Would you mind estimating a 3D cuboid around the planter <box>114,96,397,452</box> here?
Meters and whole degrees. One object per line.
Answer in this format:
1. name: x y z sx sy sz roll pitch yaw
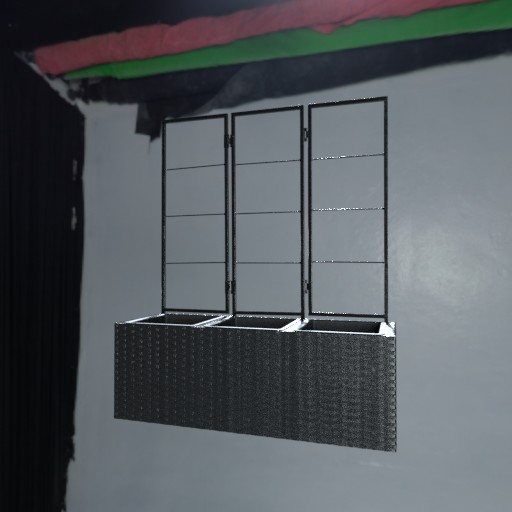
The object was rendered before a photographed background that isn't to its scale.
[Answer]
1. planter: 0.000 0.000 1.161 0.698 0.841 0.244 0 -1 17
